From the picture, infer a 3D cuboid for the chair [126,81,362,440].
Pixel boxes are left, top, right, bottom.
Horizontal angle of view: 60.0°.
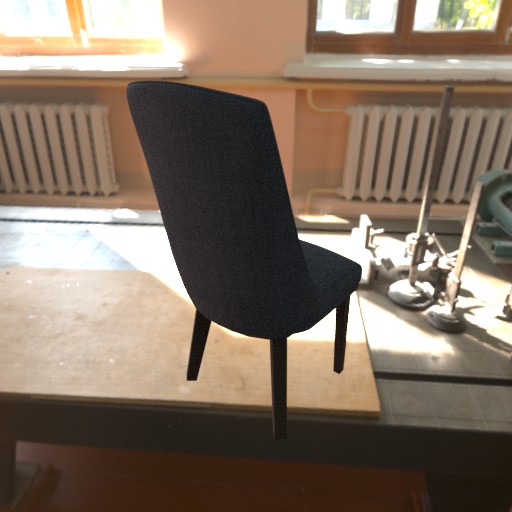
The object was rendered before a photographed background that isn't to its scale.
[{"bbox_3d":[0.000,0.000,1.358,0.510,1.050,0.577,21,35,34],"label":"chair"}]
